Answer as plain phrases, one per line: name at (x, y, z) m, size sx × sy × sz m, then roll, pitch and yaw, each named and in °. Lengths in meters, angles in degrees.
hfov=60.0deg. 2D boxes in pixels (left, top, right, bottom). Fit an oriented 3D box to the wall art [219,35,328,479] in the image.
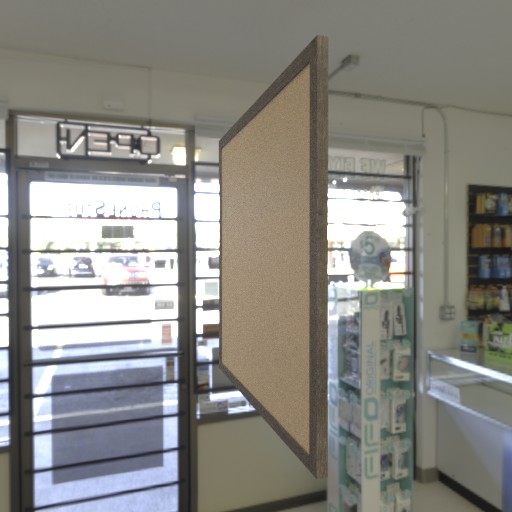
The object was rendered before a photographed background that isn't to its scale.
wall art at (0.000, 0.000, 0.675) m, size 0.013 × 0.457 × 0.457 m, roll 0°, pitch 1°, yaw -17°
